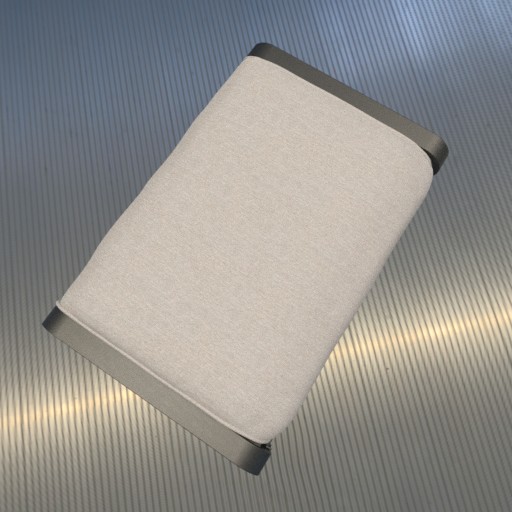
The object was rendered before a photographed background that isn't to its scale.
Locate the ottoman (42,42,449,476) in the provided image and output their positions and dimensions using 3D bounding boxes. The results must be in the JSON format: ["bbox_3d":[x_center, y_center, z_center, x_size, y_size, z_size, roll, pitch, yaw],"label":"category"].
[{"bbox_3d":[0.000,0.000,0.868,0.406,0.422,0.610,32,78,8],"label":"ottoman"}]
